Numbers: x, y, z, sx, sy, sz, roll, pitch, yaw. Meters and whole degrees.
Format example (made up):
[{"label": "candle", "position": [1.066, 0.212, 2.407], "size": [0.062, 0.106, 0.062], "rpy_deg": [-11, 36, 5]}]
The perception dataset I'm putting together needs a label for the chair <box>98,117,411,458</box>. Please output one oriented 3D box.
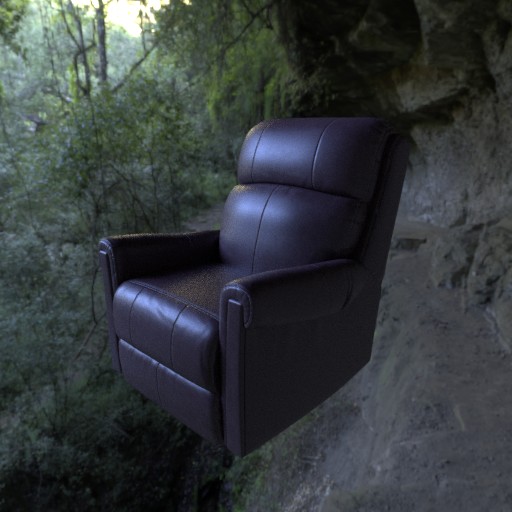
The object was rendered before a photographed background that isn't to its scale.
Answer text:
[{"label": "chair", "position": [0.000, 0.000, 1.757], "size": [0.838, 1.054, 1.014], "rpy_deg": [15, 22, 41]}]
